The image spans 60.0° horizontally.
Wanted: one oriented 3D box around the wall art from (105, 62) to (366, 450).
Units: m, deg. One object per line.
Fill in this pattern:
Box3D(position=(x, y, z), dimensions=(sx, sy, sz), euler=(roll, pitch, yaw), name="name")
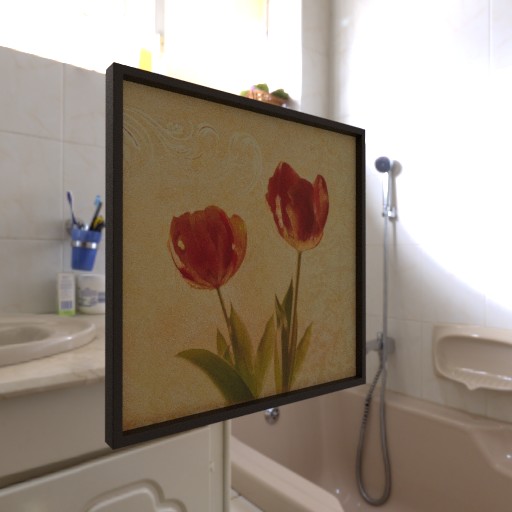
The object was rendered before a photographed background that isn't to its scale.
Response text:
Box3D(position=(0.000, 0.000, 0.518), dimensions=(0.349, 0.349, 0.038), euler=(0, 0, -37), name="wall art")
